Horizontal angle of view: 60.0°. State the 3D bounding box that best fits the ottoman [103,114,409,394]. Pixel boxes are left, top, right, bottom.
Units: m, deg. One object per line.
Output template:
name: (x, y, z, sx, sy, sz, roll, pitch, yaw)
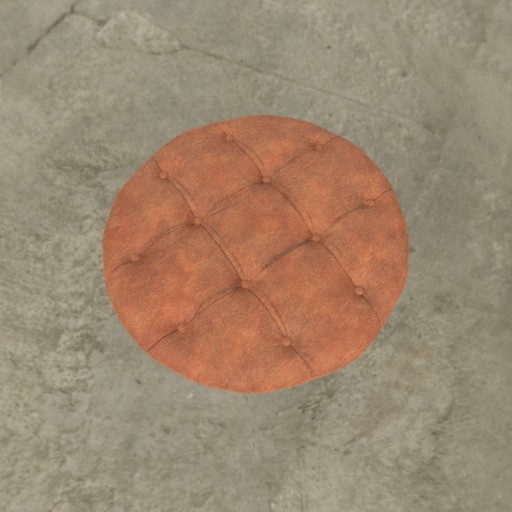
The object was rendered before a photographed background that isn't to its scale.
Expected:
ottoman: (0.000, 0.000, 1.443, 0.901, 0.444, 0.901, 0, 66, 0)
